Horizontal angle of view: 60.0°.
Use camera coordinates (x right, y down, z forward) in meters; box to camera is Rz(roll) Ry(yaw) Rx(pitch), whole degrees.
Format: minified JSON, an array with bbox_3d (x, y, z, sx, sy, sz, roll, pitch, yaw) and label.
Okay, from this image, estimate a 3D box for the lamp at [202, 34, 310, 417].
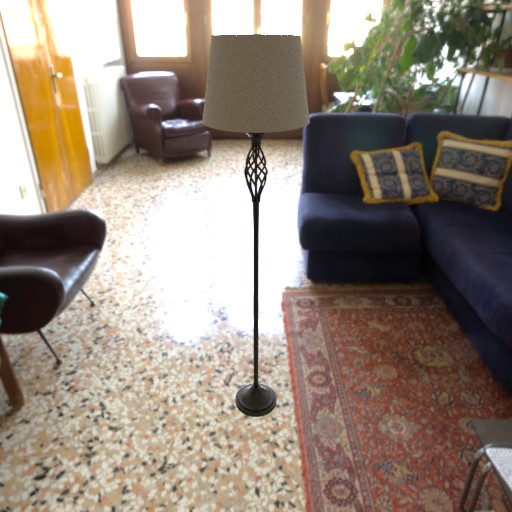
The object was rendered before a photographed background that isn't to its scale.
[{"bbox_3d":[0.000,0.000,1.819,0.379,1.623,0.379,0,28,0],"label":"lamp"}]
